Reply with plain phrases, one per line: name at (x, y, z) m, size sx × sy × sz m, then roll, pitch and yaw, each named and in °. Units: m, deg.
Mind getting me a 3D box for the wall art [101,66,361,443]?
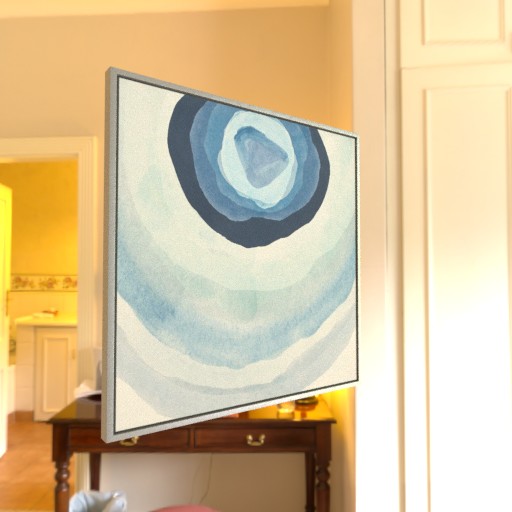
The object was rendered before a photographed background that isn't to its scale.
wall art at (0.000, 0.000, 1.201) m, size 0.809 × 0.807 × 0.038 m, roll 1°, pitch -2°, yaw -36°
